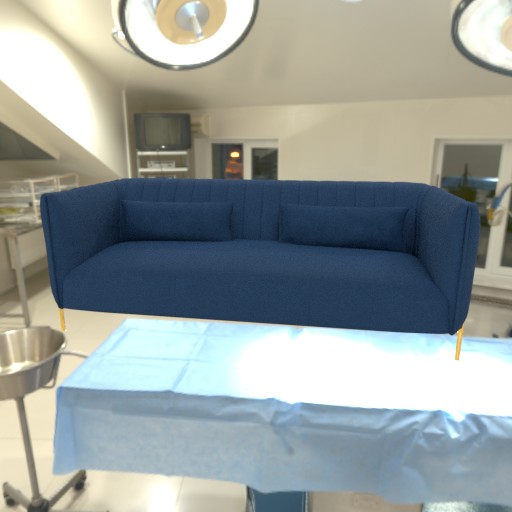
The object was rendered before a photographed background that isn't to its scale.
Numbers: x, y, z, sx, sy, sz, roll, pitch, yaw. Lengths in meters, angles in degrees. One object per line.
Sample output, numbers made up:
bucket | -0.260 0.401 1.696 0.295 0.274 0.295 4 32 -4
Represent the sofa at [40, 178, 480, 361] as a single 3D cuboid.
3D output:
sofa | 0.000 0.000 2.524 2.136 0.793 0.896 2 15 9
